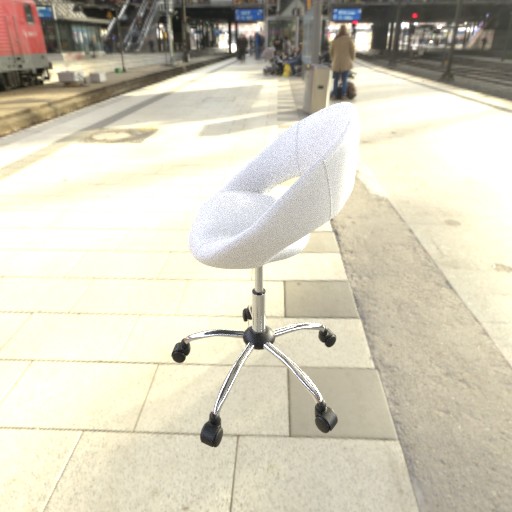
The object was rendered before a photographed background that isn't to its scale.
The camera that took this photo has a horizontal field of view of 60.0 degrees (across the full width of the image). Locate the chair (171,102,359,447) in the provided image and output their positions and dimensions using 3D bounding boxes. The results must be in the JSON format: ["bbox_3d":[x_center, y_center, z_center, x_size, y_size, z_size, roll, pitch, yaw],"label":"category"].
[{"bbox_3d":[0.000,0.000,1.205,0.538,0.791,0.612,0,26,0],"label":"chair"}]
